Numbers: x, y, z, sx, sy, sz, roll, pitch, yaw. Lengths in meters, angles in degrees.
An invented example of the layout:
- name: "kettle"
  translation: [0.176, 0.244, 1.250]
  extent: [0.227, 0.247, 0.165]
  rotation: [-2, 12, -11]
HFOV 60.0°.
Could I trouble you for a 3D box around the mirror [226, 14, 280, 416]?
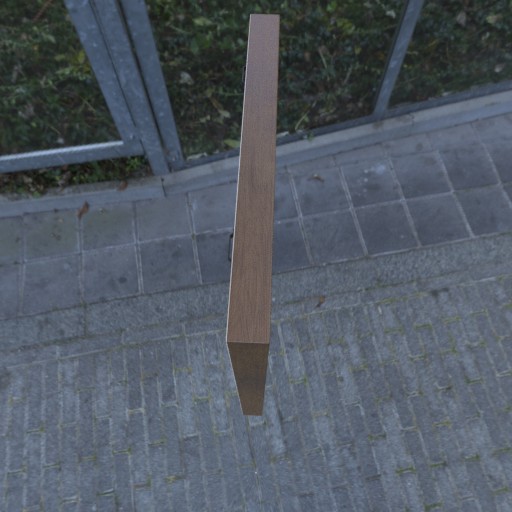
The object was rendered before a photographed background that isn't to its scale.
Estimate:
- name: "mirror"
  translation: [0.000, 0.000, 0.676]
  extent: [0.041, 0.508, 0.405]
  rotation: [2, 64, 1]
